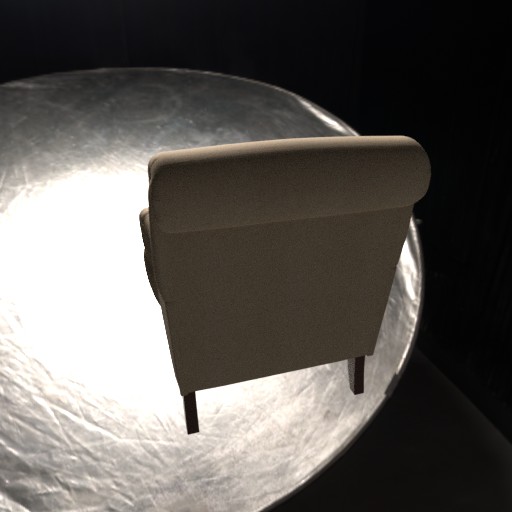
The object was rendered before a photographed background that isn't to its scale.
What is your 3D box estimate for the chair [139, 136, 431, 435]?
[{"bbox_3d":[0.000,0.000,1.590,0.766,0.944,0.842,-8,27,-15],"label":"chair"}]
